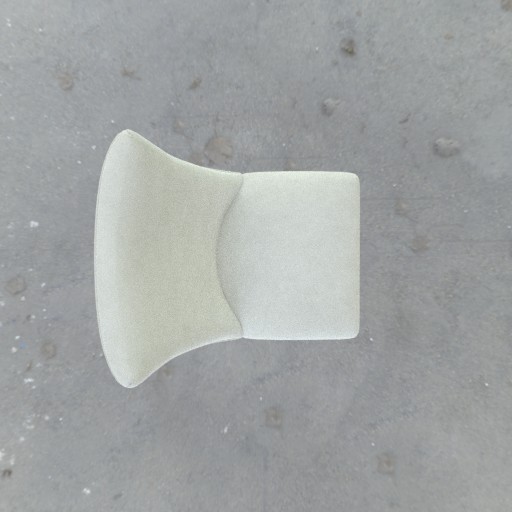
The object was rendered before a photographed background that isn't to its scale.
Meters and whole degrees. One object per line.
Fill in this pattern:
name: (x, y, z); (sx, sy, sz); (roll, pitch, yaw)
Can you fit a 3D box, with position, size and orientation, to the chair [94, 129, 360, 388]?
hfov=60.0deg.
chair: (0.000, 0.000, 1.249); (0.610, 0.902, 0.495); (0, 91, -1)
